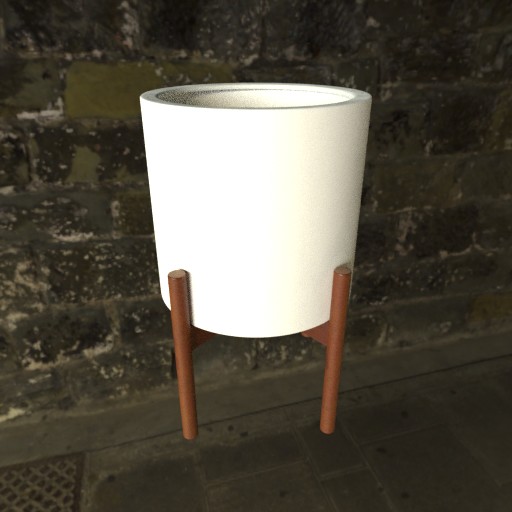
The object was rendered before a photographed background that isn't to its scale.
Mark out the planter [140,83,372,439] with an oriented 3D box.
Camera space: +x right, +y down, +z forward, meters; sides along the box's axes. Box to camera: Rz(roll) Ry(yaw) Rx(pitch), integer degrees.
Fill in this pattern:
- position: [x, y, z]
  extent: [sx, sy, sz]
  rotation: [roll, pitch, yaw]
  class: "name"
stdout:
- position: [0.000, 0.000, 0.966]
  extent: [0.417, 0.670, 0.417]
  rotation: [-1, 26, -2]
  class: "planter"
